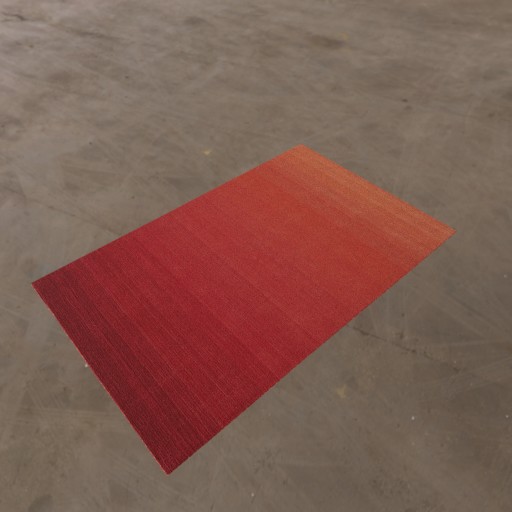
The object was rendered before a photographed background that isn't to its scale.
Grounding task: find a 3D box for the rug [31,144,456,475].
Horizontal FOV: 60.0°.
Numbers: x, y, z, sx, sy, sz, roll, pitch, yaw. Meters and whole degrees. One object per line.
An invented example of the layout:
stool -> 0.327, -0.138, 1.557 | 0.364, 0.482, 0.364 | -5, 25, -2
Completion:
rug -> 0.000, 0.000, 2.960 | 2.442, 0.010, 1.531 | -33, 54, -28
